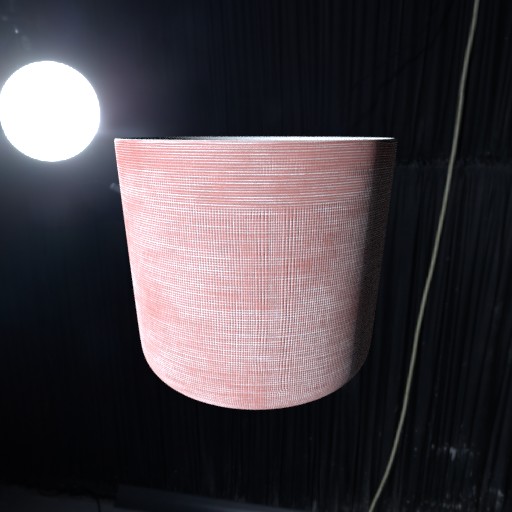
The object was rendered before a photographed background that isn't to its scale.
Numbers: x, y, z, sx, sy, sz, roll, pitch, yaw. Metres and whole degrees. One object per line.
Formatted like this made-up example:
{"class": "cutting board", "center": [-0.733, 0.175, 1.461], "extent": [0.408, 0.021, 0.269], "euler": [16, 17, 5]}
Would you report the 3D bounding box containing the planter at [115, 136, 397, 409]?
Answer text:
{"class": "planter", "center": [0.000, 0.000, 0.773], "extent": [0.440, 0.398, 0.440], "euler": [0, 16, 0]}
